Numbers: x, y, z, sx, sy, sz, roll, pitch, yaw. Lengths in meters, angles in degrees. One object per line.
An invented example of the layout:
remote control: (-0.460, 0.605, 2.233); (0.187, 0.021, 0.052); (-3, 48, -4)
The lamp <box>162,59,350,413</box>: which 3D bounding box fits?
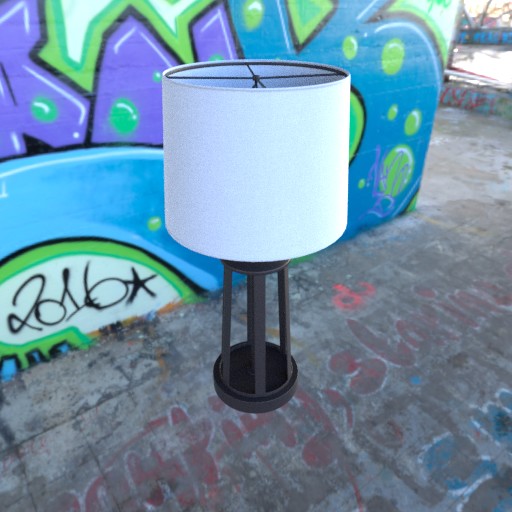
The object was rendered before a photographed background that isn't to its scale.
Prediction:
lamp: (0.000, 0.000, 0.655); (0.251, 0.509, 0.251); (0, 31, 0)
